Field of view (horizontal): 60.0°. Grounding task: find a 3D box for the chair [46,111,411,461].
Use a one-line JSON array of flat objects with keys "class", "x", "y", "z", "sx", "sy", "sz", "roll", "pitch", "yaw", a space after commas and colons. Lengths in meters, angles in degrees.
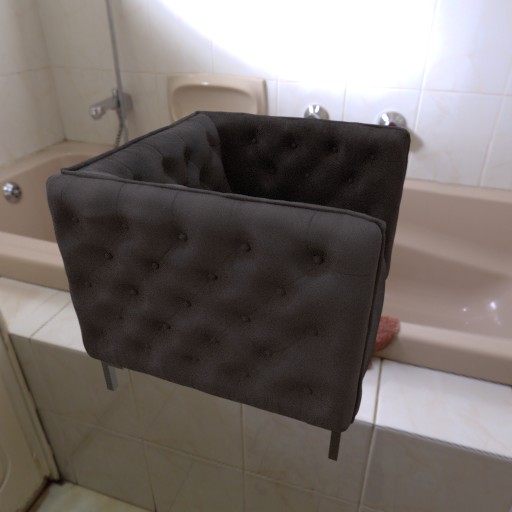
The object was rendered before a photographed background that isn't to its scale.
[{"class": "chair", "x": 0.000, "y": 0.000, "z": 1.587, "sx": 0.913, "sy": 0.807, "sz": 0.946, "roll": 11, "pitch": 32, "yaw": 18}]
